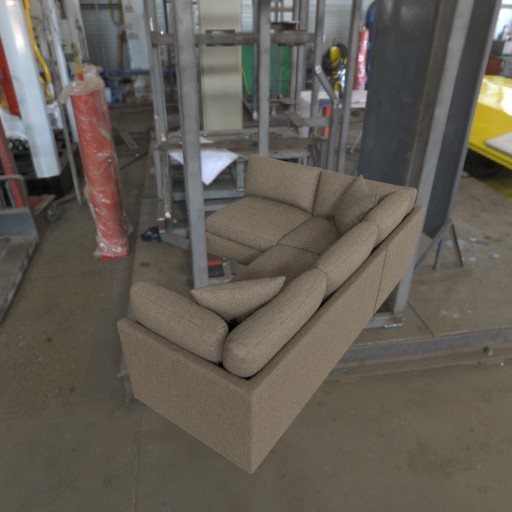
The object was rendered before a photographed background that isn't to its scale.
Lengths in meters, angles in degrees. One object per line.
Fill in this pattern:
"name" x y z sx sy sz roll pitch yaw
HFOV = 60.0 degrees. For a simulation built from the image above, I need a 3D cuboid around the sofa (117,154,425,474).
"sofa" 0.000 0.000 3.863 1.994 0.978 2.896 20 36 30
